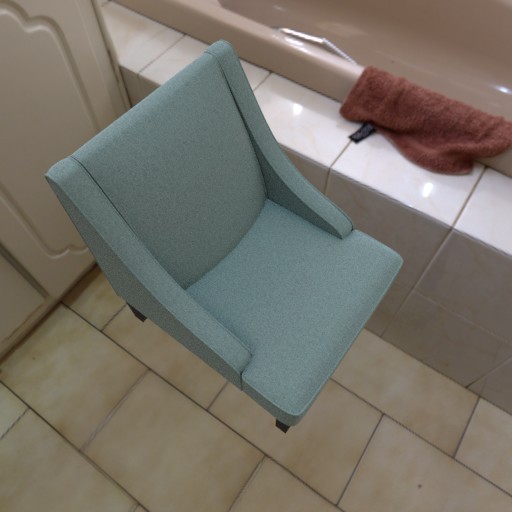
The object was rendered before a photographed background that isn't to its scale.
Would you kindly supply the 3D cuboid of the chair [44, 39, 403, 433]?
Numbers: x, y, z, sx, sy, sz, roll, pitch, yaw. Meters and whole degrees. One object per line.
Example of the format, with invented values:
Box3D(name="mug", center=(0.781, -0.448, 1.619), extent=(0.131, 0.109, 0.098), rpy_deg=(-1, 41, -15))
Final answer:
Box3D(name="chair", center=(0.000, 0.000, 1.851), extent=(1.025, 1.133, 0.857), rpy_deg=(33, 65, 18))
